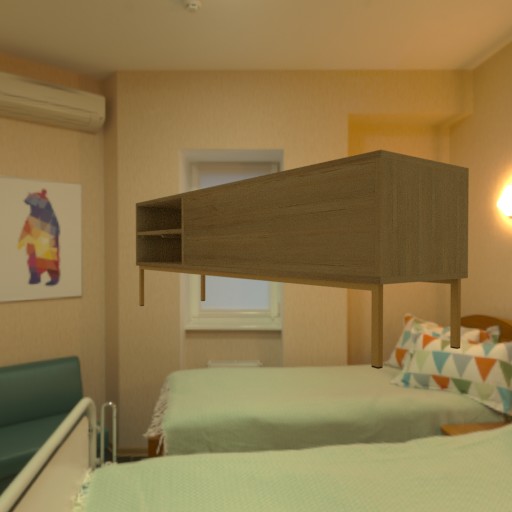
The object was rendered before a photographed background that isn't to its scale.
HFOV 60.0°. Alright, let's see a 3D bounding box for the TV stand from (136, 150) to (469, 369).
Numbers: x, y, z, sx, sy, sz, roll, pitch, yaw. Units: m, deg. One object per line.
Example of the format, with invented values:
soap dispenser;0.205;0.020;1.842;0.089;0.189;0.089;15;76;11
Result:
TV stand;0.000;0.000;1.867;0.420;0.550;1.600;-1;1;-37
